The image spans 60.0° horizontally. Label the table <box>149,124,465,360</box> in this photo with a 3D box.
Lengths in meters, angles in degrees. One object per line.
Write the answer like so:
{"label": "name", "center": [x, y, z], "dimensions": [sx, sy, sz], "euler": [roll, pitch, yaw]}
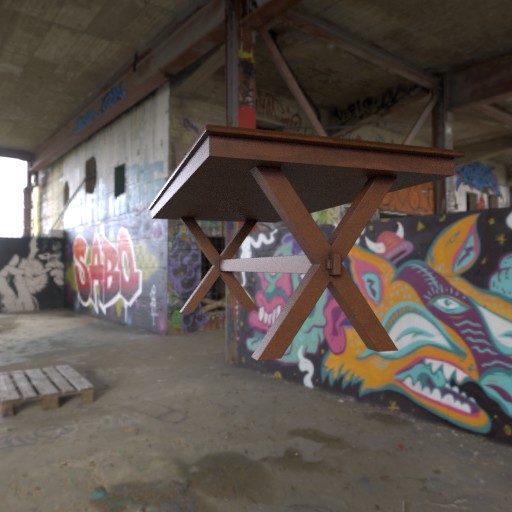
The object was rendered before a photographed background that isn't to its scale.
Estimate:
{"label": "table", "center": [0.000, 0.000, 1.469], "dimensions": [0.594, 0.459, 1.197], "euler": [0, -1, -18]}
